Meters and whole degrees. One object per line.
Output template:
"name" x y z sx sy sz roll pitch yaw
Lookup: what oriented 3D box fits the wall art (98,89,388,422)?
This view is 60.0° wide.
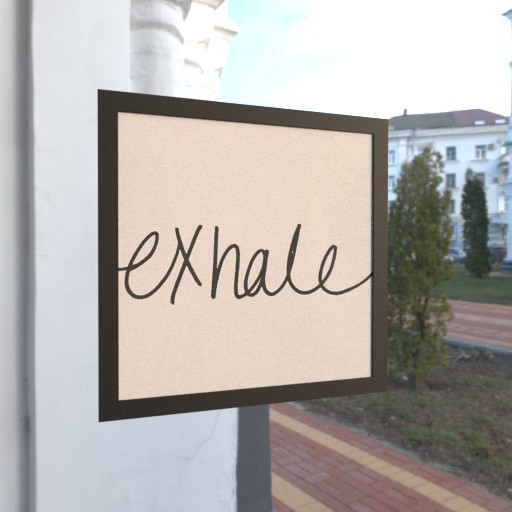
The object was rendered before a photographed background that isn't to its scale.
"wall art" 0.000 0.000 0.533 0.358 0.357 0.012 0 1 -17
